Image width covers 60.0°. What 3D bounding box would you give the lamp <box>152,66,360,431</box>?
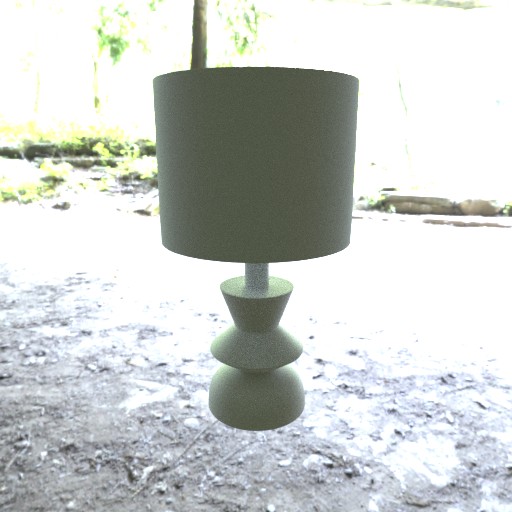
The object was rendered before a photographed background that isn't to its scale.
[{"bbox_3d":[0.000,0.000,0.726,0.301,0.533,0.301,-8,16,-27],"label":"lamp"}]
